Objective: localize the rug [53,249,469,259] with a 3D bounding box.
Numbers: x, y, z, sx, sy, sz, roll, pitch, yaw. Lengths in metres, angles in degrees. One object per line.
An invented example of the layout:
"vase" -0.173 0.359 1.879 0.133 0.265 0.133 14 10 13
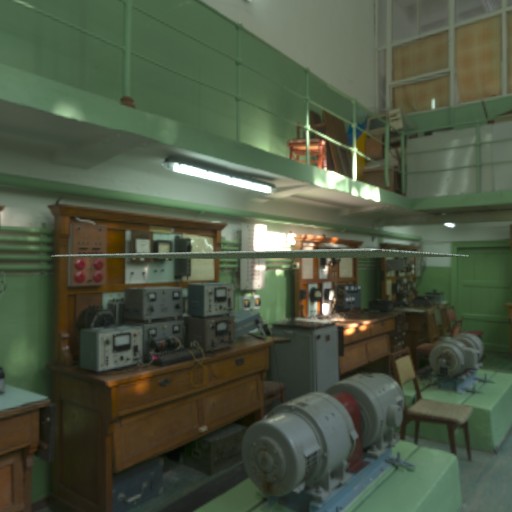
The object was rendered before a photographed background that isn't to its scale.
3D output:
"rug" 0.000 0.000 2.856 2.233 0.011 1.514 -1 -1 36
